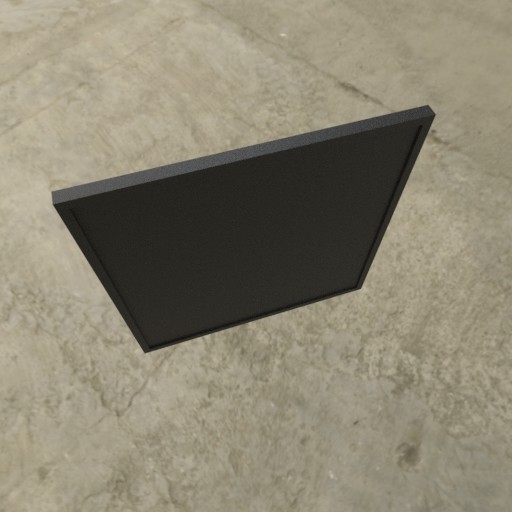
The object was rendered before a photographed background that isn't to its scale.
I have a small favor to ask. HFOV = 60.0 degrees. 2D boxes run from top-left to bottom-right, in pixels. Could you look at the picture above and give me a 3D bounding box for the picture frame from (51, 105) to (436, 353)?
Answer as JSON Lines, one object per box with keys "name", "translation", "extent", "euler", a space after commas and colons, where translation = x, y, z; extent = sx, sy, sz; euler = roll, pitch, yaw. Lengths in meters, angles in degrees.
{"name": "picture frame", "translation": [0.000, 0.000, 1.192], "extent": [0.775, 0.775, 0.032], "euler": [-15, 59, -9]}
